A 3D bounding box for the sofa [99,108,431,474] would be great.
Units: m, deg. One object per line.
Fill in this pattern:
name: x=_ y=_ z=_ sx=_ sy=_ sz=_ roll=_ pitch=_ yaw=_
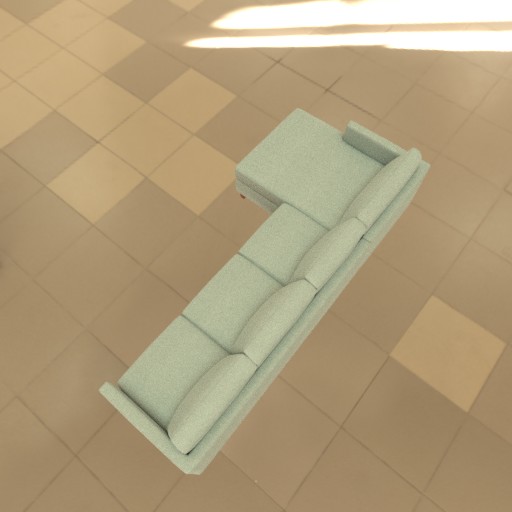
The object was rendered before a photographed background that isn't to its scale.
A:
sofa: x=0.000 y=0.000 z=4.115 sx=1.600 sy=0.953 sz=3.470 roll=36 pitch=68 yaw=16
